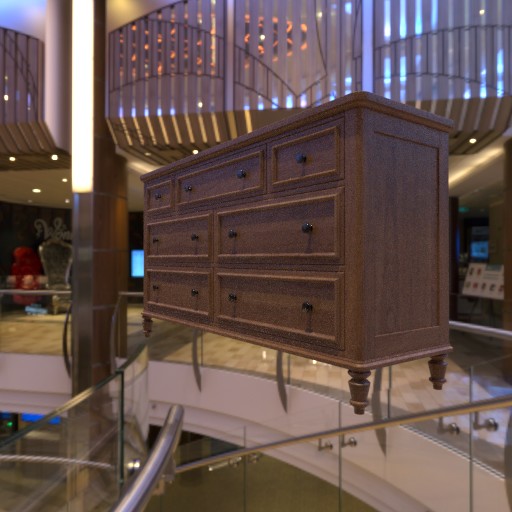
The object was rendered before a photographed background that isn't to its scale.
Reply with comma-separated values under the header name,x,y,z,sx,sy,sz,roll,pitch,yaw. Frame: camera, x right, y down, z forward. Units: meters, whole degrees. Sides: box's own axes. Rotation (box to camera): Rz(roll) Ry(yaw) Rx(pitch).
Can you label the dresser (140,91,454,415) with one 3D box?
name,x,y,z,sx,sy,sz,roll,pitch,yaw
dresser,0.000,0.000,1.967,0.468,0.892,1.583,0,0,-36
